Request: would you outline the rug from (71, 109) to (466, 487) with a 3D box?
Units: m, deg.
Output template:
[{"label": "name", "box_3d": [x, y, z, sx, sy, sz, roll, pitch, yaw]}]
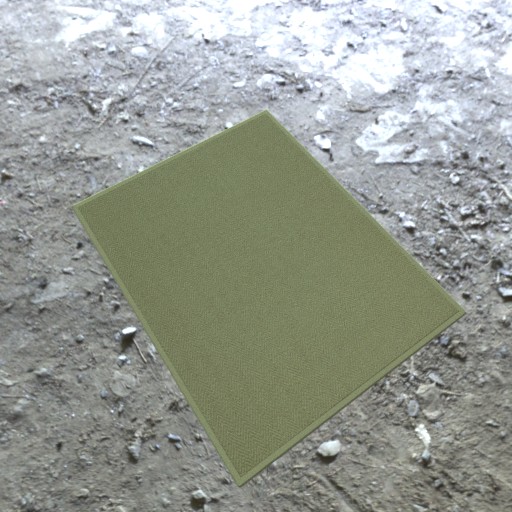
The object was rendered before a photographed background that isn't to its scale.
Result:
[{"label": "rug", "box_3d": [0.000, 0.000, 4.164, 2.407, 0.020, 3.051, -31, 65, -16]}]
